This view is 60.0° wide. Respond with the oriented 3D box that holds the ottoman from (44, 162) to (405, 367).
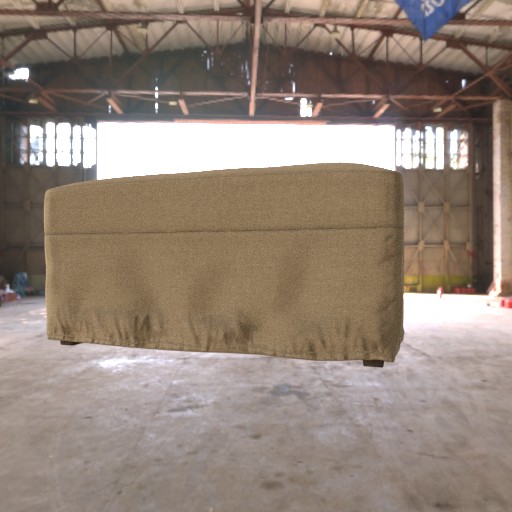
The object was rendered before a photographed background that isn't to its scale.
[{"bbox_3d":[0.000,0.000,1.326,0.840,0.436,0.843,0,-1,18],"label":"ottoman"}]
